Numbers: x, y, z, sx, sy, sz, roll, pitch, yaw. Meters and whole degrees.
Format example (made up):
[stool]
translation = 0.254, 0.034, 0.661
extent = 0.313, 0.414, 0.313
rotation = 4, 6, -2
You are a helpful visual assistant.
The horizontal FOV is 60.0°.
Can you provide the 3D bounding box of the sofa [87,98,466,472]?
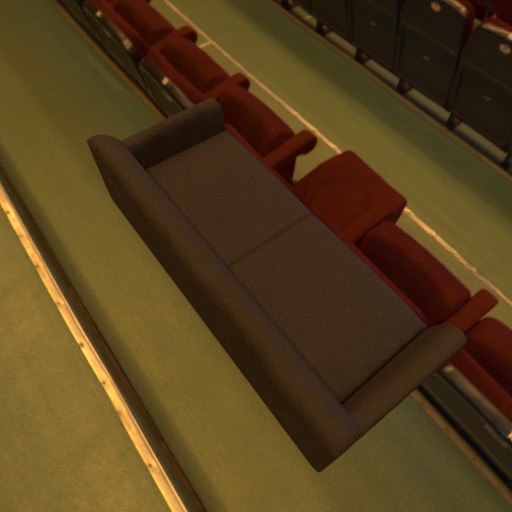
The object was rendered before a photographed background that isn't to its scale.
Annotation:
[sofa]
translation = 0.000, 0.000, 2.602
extent = 0.900, 0.740, 2.190
rotation = -33, 64, -18
